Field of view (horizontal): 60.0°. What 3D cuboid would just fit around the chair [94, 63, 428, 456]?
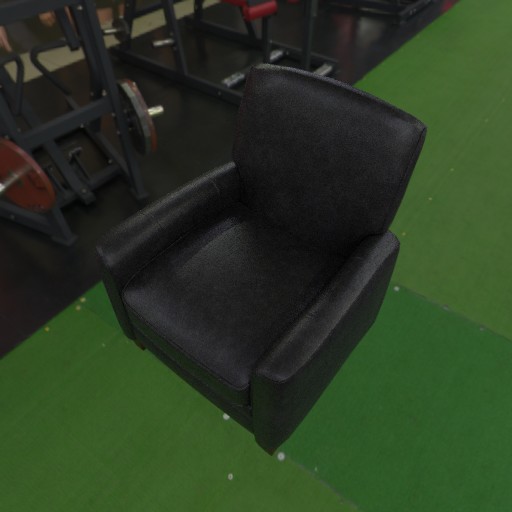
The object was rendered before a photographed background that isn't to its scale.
[{"bbox_3d":[0.000,0.000,1.594,0.848,1.014,0.864,31,54,25],"label":"chair"}]
